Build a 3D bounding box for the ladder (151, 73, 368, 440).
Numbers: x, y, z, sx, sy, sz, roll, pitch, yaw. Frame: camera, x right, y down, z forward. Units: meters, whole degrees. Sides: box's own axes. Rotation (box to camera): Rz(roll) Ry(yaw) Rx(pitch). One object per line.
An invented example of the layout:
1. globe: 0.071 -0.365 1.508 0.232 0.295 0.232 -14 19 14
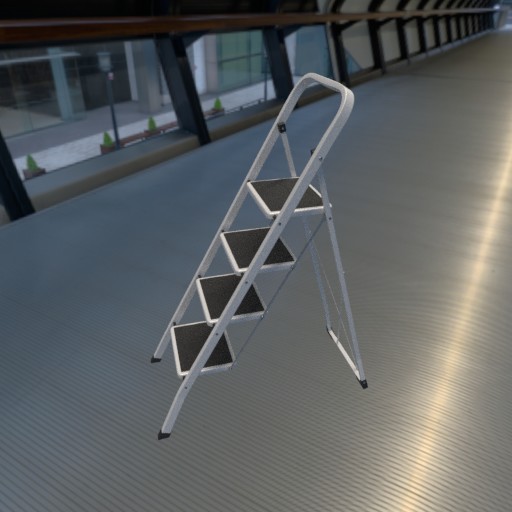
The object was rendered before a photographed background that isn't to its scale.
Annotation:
1. ladder: 0.000 0.000 1.702 0.914 1.265 0.460 -8 31 -13
